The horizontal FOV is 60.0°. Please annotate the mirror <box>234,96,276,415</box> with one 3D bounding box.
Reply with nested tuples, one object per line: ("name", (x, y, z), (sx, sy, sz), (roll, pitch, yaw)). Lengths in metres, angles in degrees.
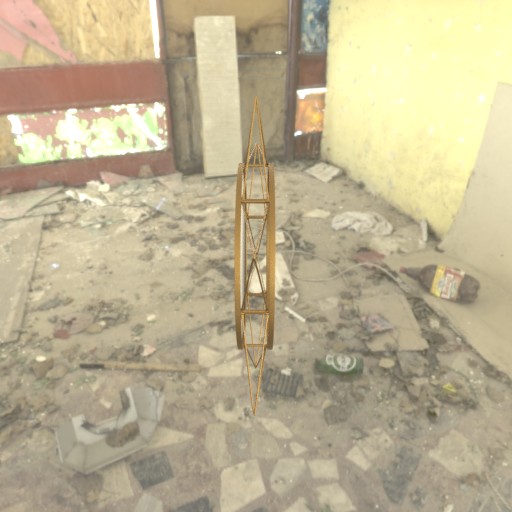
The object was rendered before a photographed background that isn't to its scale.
("mirror", (0.000, 0.000, 0.839), (0.062, 0.581, 0.498), (0, 31, 1))
